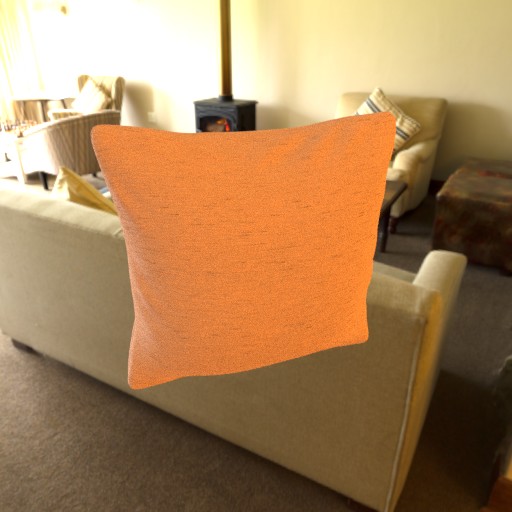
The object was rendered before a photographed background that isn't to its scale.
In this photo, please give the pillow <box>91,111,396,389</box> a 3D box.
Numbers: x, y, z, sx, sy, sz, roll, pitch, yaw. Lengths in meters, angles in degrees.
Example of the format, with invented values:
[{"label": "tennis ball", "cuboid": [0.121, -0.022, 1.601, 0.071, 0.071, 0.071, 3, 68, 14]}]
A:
[{"label": "pillow", "cuboid": [0.000, 0.000, 0.687, 0.432, 0.415, 0.246, -8, 27, -15]}]
